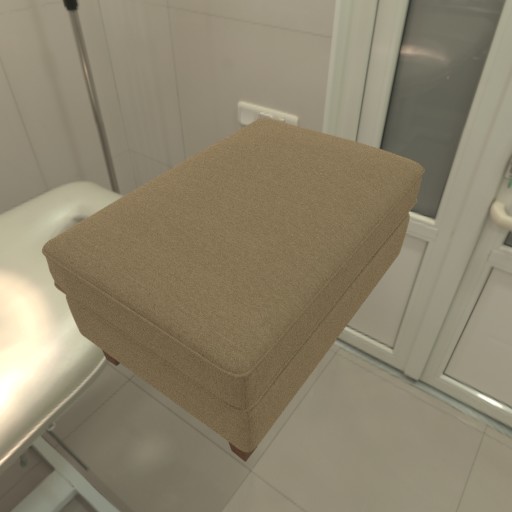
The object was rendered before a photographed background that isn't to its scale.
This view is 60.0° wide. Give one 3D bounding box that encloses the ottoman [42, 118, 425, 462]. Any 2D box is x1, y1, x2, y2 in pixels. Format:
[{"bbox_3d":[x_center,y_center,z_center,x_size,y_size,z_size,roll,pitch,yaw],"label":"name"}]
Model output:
[{"bbox_3d":[0.000,0.000,1.322,0.636,0.521,0.945,25,47,26],"label":"ottoman"}]
